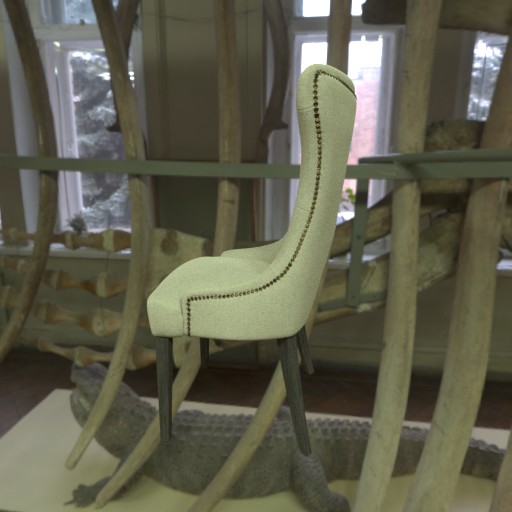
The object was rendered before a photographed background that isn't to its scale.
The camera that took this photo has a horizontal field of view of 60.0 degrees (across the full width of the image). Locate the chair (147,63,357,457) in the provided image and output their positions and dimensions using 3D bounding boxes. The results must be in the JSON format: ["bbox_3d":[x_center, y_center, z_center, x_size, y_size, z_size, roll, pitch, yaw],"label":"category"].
[{"bbox_3d":[0.000,0.000,1.434,0.590,1.065,0.584,2,14,8],"label":"chair"}]
